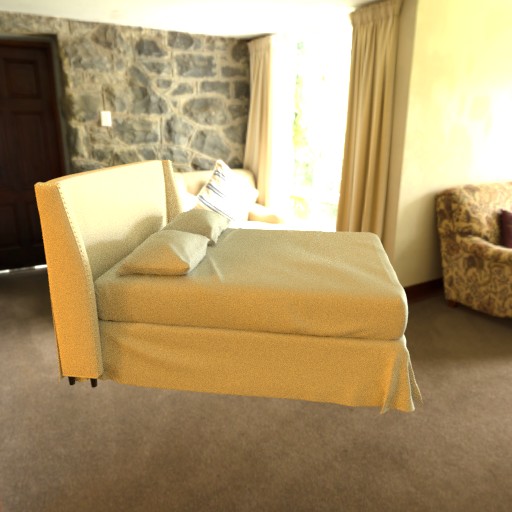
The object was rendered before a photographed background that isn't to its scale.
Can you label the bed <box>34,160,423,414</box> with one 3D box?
[{"bbox_3d":[0.000,0.000,3.412,2.276,1.332,1.925,3,17,9],"label":"bed"}]
